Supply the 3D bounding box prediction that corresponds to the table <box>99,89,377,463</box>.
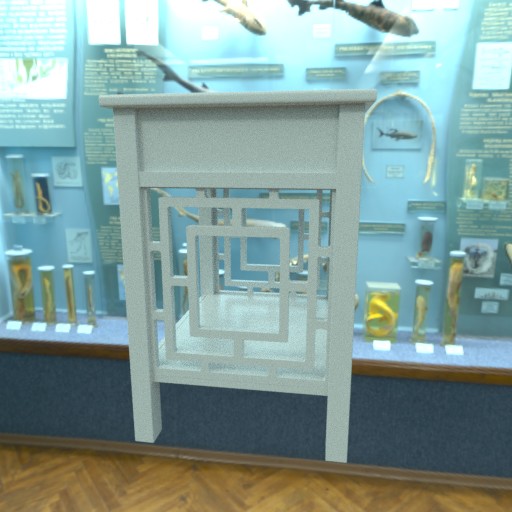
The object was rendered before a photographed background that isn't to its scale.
[{"bbox_3d":[0.000,0.000,1.028,0.451,0.646,0.564,2,13,9],"label":"table"}]
